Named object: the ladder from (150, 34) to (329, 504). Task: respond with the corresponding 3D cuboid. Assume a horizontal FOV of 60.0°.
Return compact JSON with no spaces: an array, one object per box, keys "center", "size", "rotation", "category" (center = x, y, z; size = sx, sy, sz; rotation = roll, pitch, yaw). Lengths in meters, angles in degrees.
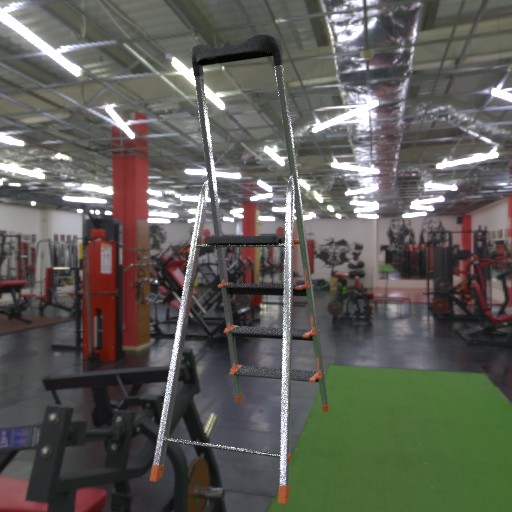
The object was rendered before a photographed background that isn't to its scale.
[{"center":[0.000,0.000,1.737],"size":[0.452,1.429,0.834],"rotation":[0,0,18],"category":"ladder"}]
